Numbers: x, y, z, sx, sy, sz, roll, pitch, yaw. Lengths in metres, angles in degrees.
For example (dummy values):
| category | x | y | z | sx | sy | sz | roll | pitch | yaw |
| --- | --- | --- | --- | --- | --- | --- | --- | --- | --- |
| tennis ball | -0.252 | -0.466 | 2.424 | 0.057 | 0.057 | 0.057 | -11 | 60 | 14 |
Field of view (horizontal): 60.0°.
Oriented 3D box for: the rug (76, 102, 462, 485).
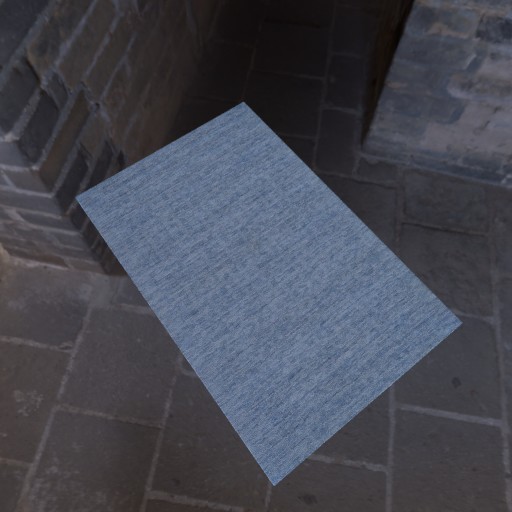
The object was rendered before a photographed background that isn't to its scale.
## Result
| category | x | y | z | sx | sy | sz | roll | pitch | yaw |
| --- | --- | --- | --- | --- | --- | --- | --- | --- | --- |
| rug | 0.000 | 0.000 | 2.266 | 1.142 | 0.006 | 1.752 | -34 | 69 | -15 |
